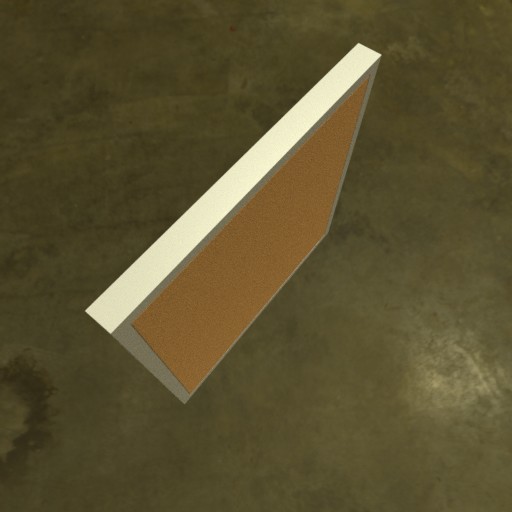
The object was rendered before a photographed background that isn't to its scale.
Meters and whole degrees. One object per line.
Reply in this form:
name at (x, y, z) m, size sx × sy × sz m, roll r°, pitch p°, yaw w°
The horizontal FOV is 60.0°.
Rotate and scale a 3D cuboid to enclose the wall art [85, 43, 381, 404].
wall art at (0.000, 0.000, 0.757) m, size 0.038 × 0.506 × 0.506 m, roll 36°, pitch 69°, yaw 16°
